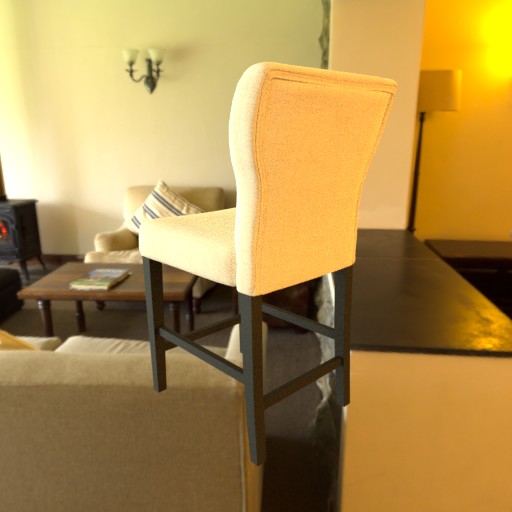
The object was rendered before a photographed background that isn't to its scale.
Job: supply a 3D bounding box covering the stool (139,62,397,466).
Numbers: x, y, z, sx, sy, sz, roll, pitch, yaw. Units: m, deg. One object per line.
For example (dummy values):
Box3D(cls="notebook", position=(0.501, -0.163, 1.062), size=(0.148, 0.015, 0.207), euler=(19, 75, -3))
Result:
Box3D(cls="stool", position=(0.000, 0.000, 1.314), size=(0.514, 0.972, 0.603), euler=(-14, 20, -42))
